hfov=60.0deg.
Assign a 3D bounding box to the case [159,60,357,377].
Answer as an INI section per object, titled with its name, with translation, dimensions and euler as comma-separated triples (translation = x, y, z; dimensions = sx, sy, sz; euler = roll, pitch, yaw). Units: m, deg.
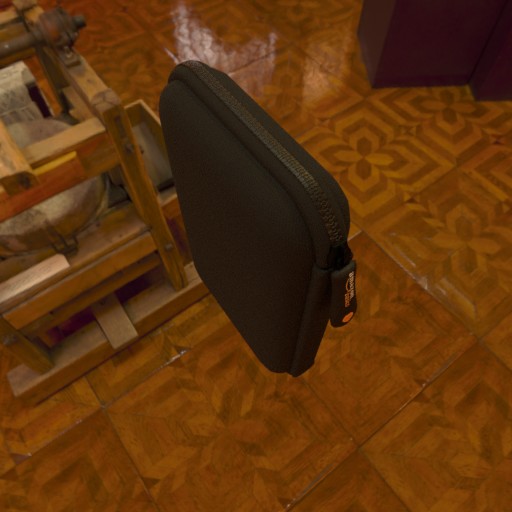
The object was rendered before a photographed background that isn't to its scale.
[case]
translation = 0.000, 0.000, 0.195
dimensions = 0.030, 0.147, 0.107
euler = -31, 63, -17
